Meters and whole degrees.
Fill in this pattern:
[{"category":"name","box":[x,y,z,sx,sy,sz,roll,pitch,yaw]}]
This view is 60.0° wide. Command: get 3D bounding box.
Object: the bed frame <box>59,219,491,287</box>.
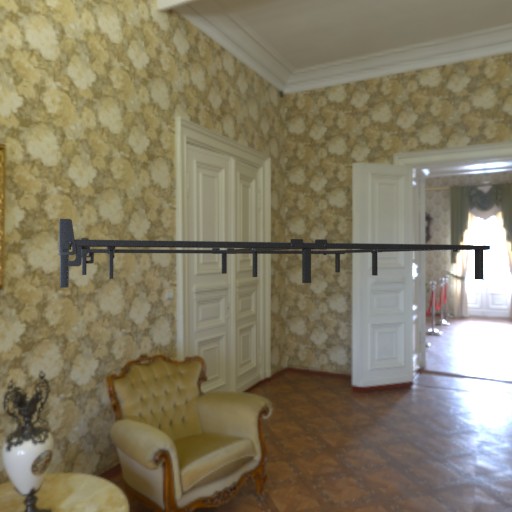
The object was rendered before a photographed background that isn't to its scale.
[{"category":"bed frame","box":[0.000,0.000,2.615,1.990,0.248,1.498,0,-1,-18]}]
